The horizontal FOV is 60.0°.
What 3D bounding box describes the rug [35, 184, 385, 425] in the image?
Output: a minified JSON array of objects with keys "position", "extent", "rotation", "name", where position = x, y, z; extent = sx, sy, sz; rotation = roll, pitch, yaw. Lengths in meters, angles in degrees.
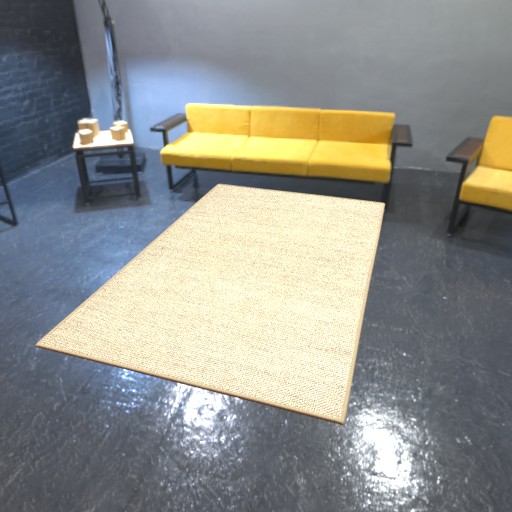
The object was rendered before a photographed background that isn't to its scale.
[{"position":[0.000,0.000,2.067],"extent":[1.062,0.013,1.667],"rotation":[9,31,16],"name":"rug"}]
